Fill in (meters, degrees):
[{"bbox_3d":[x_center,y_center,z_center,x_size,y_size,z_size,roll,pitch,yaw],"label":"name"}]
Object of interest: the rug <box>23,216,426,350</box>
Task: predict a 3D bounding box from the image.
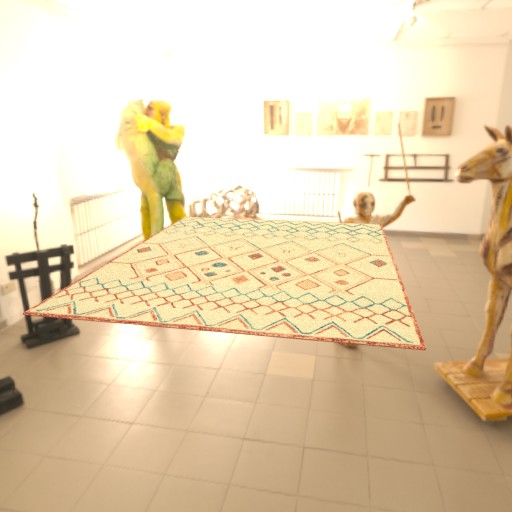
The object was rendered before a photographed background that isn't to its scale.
[{"bbox_3d":[0.000,0.000,4.022,2.441,0.016,3.050,3,17,10],"label":"rug"}]
